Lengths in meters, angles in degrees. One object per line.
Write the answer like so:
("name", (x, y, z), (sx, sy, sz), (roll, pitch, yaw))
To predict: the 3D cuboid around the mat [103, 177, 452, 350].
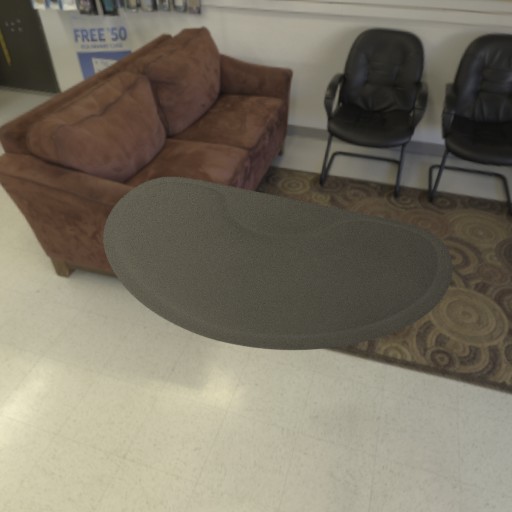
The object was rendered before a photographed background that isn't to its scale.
("mat", (0.000, 0.000, 1.830), (1.524, 0.013, 0.913), (14, 43, 15))
